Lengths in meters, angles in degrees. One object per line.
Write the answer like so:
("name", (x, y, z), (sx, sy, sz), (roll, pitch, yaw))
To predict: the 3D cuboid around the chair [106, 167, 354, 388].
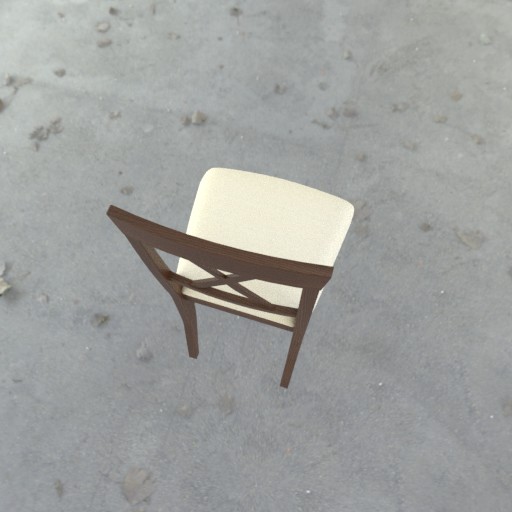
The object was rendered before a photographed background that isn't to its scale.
("chair", (0.000, 0.000, 1.186), (0.440, 0.913, 0.480), (16, 64, 8))
